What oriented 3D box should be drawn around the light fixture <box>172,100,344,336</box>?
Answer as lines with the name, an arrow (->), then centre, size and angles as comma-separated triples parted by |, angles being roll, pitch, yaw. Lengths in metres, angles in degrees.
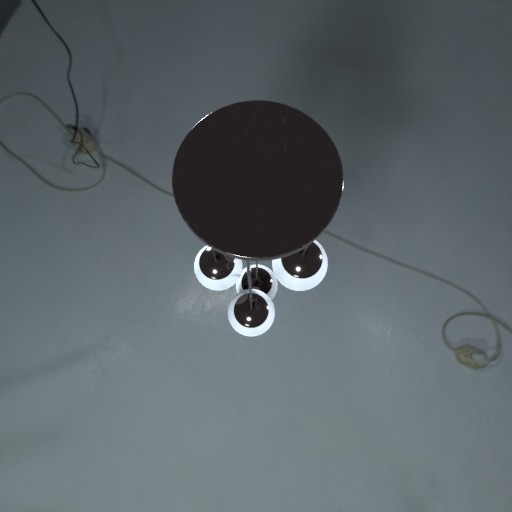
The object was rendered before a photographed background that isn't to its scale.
light fixture -> 0.000, 0.000, 1.504 | 0.489, 1.271, 0.484 | 17, 76, 4
